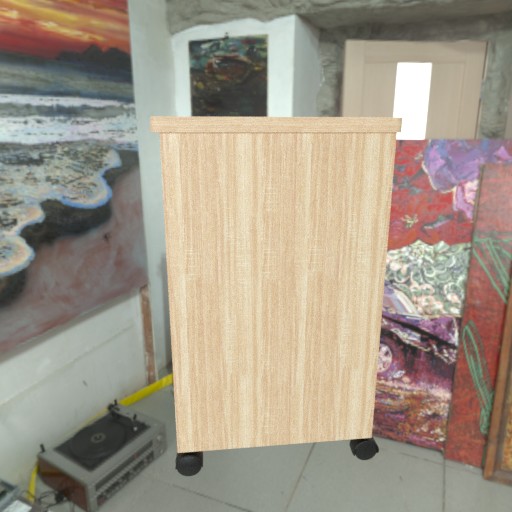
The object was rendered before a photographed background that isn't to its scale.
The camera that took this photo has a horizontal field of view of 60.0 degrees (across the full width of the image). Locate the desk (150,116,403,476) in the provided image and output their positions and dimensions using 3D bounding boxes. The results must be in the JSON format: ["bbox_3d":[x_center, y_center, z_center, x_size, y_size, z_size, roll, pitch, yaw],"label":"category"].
[{"bbox_3d":[0.000,0.000,1.330,0.480,0.770,0.884,-2,16,-6],"label":"desk"}]
